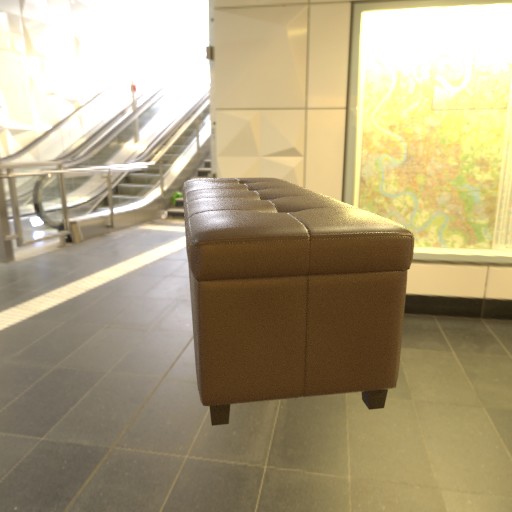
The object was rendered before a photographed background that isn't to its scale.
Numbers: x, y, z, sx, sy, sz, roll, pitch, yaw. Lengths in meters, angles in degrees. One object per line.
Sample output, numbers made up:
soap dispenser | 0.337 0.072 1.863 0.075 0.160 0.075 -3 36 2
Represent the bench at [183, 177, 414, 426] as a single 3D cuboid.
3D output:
bench | 0.000 0.000 1.440 0.450 0.417 1.219 -2 15 -9
